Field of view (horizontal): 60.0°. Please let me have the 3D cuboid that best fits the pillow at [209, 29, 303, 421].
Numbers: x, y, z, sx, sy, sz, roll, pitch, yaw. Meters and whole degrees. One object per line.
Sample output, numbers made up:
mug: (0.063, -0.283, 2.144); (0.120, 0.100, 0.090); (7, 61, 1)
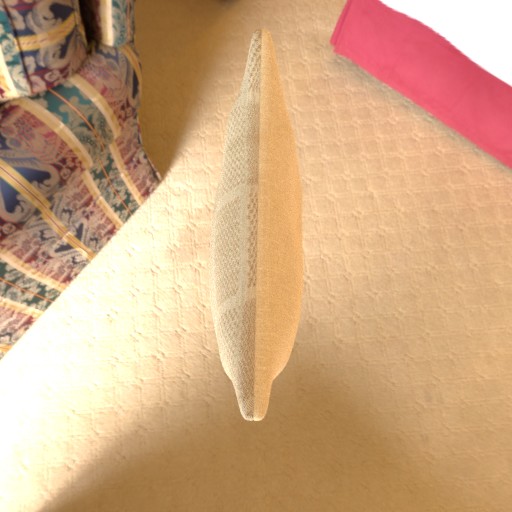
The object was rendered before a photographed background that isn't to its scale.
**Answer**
pillow: (0.000, 0.000, 0.665); (0.138, 0.432, 0.436); (1, 74, 0)
